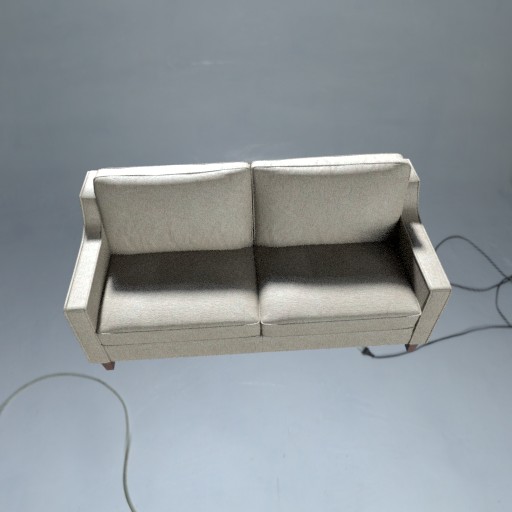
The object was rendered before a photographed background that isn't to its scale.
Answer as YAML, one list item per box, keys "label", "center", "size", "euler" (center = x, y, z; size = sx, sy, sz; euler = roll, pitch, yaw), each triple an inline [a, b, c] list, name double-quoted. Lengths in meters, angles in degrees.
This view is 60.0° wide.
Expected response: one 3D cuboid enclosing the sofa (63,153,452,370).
- label: "sofa"
  center: [0.000, 0.000, 2.917]
  size: [2.181, 1.074, 1.073]
  euler: [-3, 47, -3]
